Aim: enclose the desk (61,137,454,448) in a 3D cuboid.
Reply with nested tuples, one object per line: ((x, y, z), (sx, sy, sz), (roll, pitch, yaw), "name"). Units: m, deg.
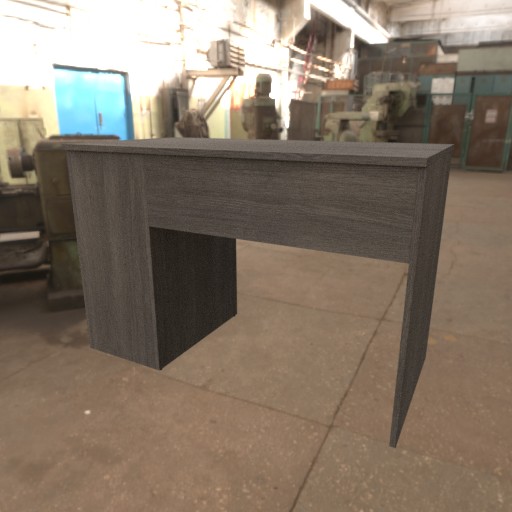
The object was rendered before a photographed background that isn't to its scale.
((0.000, 0.000, 1.498), (1.097, 0.735, 0.560), (9, 19, 27), "desk")
